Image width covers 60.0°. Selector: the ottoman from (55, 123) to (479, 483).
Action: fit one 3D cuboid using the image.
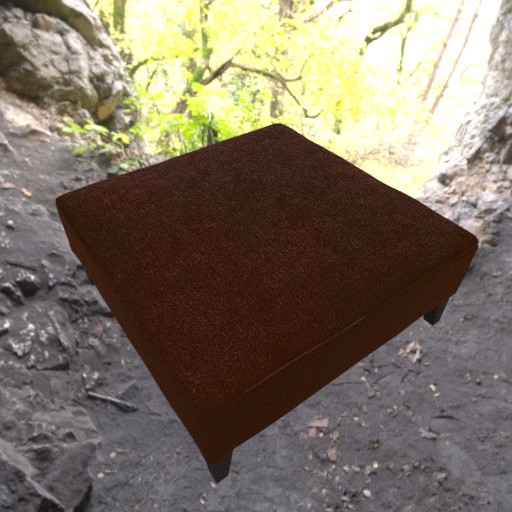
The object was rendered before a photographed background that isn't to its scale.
[{"bbox_3d":[0.000,0.000,1.527,0.999,0.438,0.997,-26,48,-26],"label":"ottoman"}]
